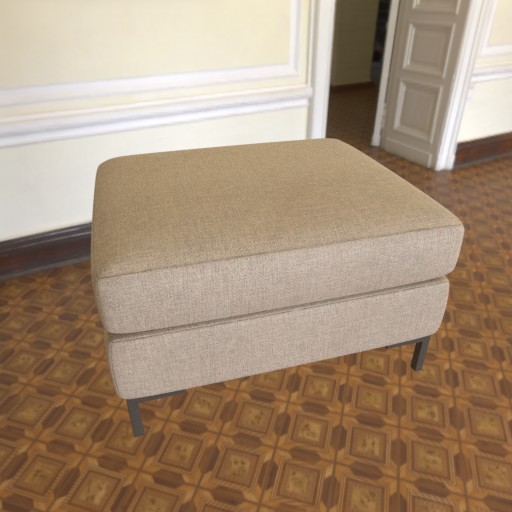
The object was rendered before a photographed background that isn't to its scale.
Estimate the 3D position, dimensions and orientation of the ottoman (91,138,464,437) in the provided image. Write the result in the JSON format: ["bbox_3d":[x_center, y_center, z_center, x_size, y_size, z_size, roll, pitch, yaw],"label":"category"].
[{"bbox_3d":[0.000,0.000,1.239,0.820,0.490,0.671,-9,32,-14],"label":"ottoman"}]
